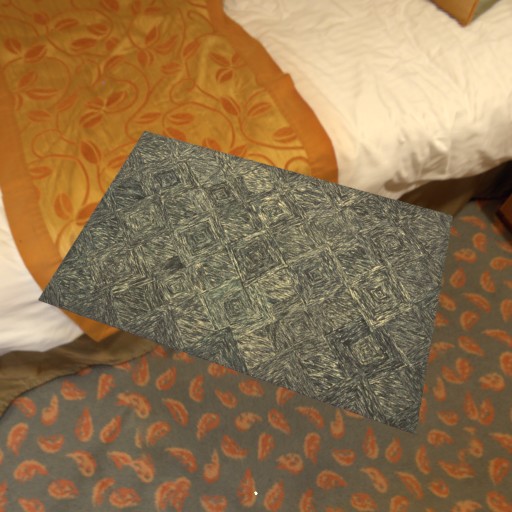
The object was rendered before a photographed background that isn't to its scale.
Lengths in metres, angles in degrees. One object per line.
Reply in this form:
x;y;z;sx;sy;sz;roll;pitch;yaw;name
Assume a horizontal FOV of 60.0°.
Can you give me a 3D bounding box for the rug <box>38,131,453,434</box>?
0.000;0.000;2.880;2.330;0.017;1.478;17;63;9;rug
